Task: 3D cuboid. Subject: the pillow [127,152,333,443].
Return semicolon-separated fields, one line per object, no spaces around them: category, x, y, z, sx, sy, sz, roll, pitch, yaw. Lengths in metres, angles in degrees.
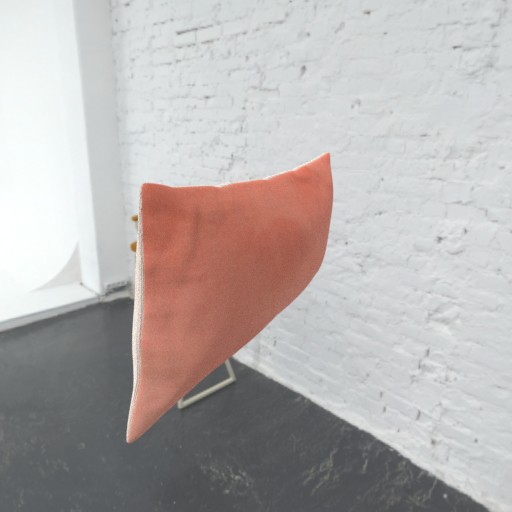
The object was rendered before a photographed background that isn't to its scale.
pillow;0.000;0.000;0.732;0.155;0.307;0.608;8;18;25
